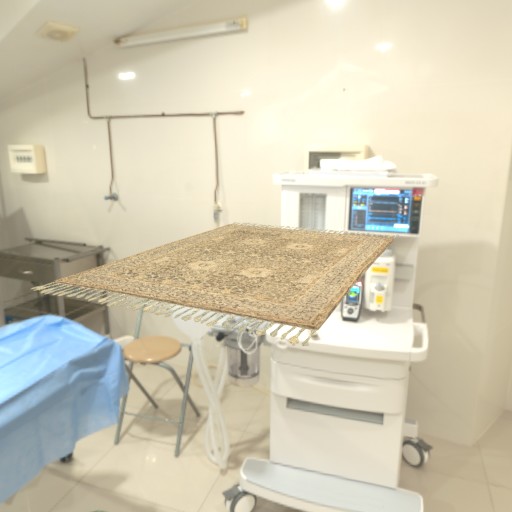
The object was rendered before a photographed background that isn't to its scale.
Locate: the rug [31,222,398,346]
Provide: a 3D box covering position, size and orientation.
[{"bbox_3d":[0.000,0.000,3.139,1.619,0.023,2.465,7,16,25],"label":"rug"}]
